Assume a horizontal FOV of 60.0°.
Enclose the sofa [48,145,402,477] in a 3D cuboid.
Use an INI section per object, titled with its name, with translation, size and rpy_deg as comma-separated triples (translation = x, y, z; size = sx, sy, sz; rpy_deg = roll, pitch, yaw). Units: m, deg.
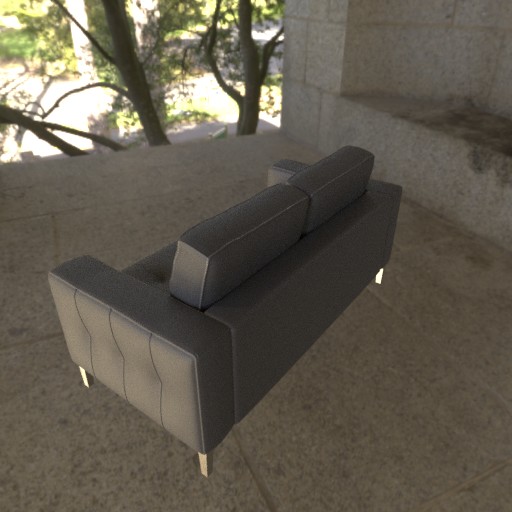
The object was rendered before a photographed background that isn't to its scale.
[sofa]
translation = 0.000, 0.000, 2.211
size = 0.833, 0.892, 1.726
rpy_deg = 21, 37, 31
